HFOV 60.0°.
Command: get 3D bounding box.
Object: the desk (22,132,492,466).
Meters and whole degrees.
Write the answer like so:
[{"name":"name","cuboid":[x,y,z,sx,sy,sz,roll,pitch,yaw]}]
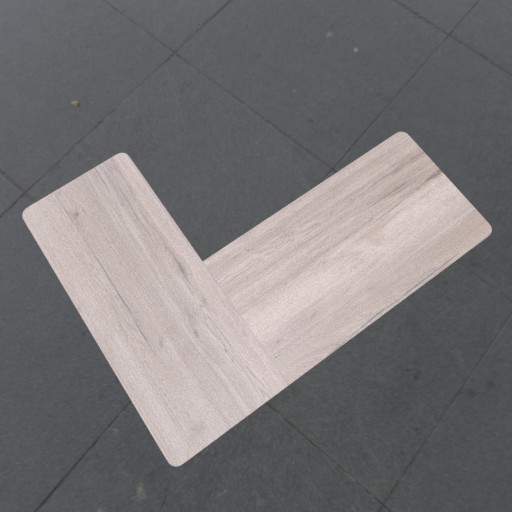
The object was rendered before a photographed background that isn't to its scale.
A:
[{"name":"desk","cuboid":[0.000,0.000,1.736,1.169,0.760,0.900,-34,77,-9]}]
